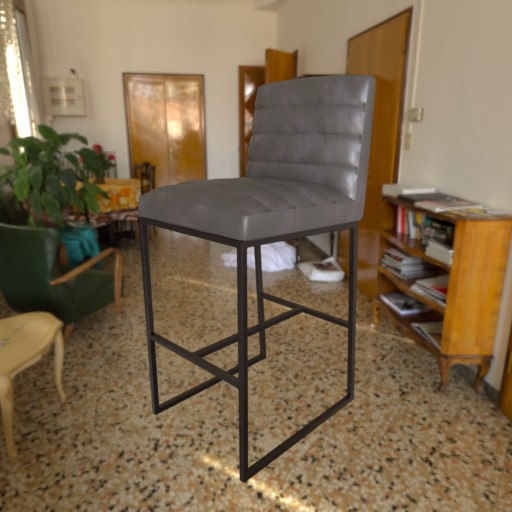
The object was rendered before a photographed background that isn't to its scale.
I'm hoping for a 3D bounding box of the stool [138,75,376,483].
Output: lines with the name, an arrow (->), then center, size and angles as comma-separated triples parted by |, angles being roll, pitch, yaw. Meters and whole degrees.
stool -> 0.000, 0.000, 1.368 | 0.463, 1.065, 0.562 | 15, 22, 42
